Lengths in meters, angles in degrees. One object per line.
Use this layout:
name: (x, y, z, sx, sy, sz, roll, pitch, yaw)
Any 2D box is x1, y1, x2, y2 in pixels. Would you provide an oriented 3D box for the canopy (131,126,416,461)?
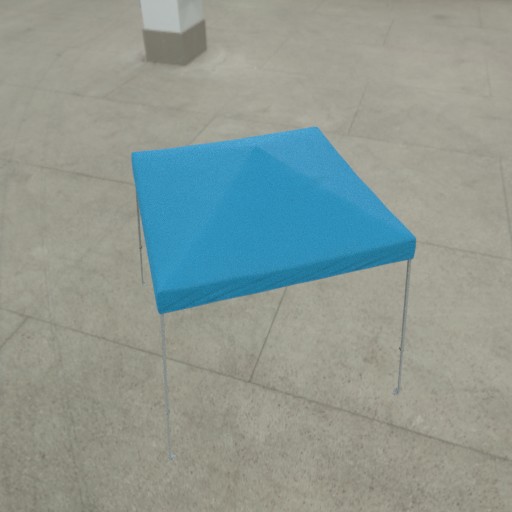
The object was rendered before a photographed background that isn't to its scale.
canopy: (0.000, 0.000, 5.211, 2.850, 2.850, 2.849, -11, 43, -12)
